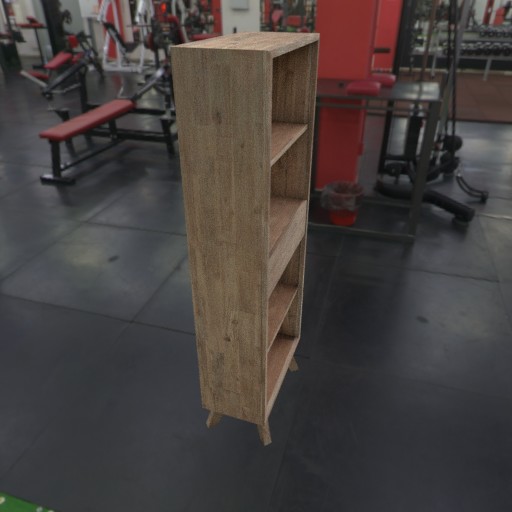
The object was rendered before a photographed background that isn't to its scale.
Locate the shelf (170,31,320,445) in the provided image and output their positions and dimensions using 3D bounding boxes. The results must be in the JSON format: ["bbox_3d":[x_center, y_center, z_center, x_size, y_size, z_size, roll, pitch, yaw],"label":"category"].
[{"bbox_3d":[0.000,0.000,1.521,0.267,1.342,0.491,10,32,17],"label":"shelf"}]
